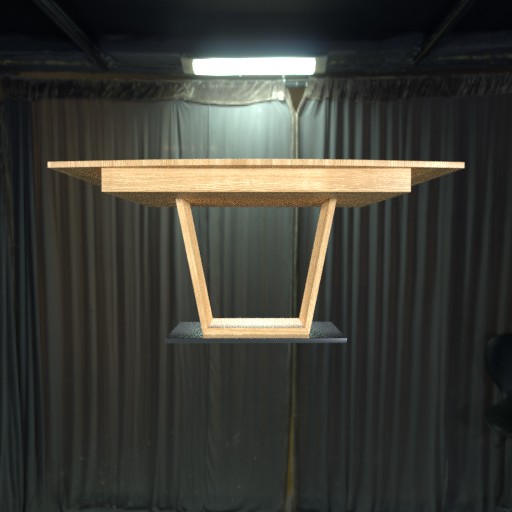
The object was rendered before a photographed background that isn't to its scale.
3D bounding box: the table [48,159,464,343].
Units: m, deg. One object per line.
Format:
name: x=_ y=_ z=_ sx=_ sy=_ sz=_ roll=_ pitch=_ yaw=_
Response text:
table: x=0.000 y=0.000 z=2.097 sx=1.598 sy=0.748 sz=0.900 roll=0 pitch=2 yaw=0
